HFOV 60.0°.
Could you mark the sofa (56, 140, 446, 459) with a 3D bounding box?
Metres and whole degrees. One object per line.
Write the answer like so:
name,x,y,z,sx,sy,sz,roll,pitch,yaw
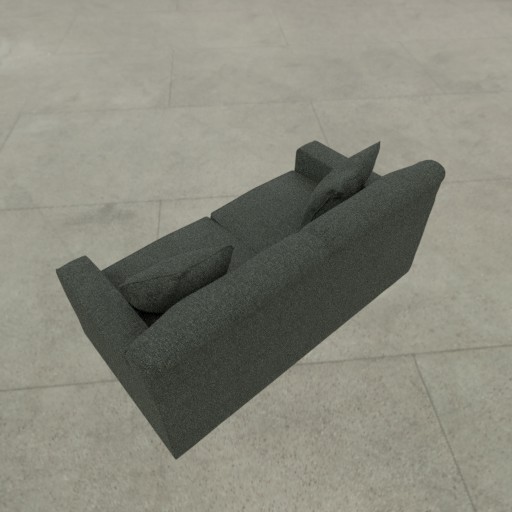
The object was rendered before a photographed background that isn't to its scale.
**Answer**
sofa,0.000,0.000,2.461,1.846,0.958,0.998,-32,53,-28
